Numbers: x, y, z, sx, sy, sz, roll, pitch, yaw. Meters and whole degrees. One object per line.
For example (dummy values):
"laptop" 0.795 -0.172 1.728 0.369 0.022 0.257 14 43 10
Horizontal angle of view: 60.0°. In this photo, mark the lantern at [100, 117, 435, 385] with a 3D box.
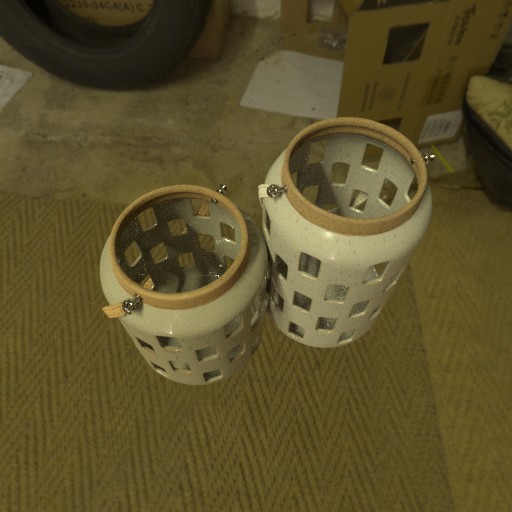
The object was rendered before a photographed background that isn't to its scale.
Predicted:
"lantern" 0.000 0.000 0.498 0.347 0.255 0.184 -13 59 -8
